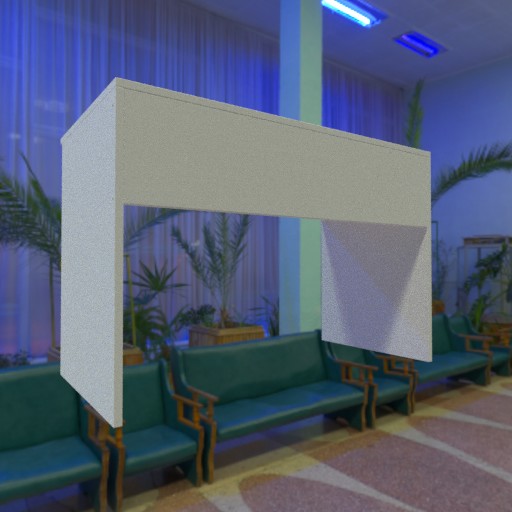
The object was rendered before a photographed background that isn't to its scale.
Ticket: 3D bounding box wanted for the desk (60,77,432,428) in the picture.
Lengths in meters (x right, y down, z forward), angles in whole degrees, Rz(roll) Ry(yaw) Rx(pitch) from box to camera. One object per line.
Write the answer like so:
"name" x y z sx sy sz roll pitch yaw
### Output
"desk" 0.000 0.000 1.463 1.100 0.730 0.560 1 -1 -35
